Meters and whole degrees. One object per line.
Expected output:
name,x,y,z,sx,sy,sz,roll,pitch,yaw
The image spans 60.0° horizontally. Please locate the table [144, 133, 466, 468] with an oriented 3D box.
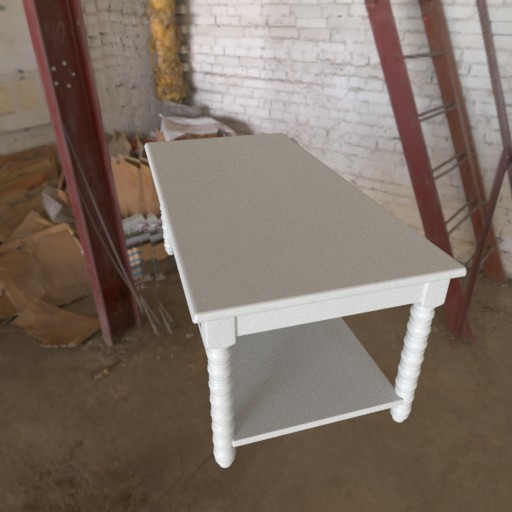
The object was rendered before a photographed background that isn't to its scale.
table,0.000,0.000,1.450,0.580,0.487,1.171,-8,31,-14
